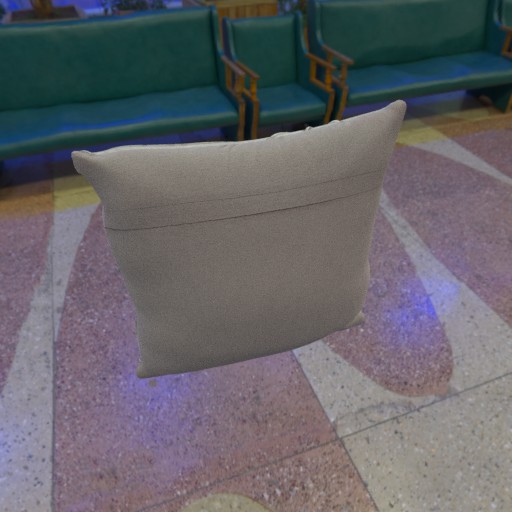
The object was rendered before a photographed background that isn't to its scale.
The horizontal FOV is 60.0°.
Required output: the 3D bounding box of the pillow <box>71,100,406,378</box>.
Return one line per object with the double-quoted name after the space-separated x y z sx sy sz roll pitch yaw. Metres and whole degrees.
0.000 0.000 0.686 0.439 0.440 0.185 -12 42 -13 "pillow"
